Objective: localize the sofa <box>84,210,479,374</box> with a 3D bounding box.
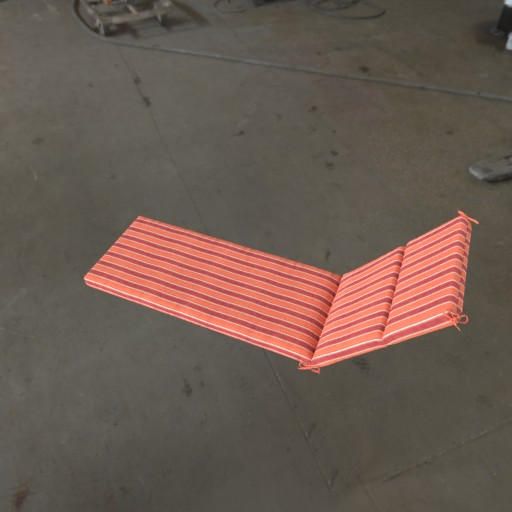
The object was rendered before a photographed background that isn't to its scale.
[{"bbox_3d":[0.000,0.000,1.975,1.663,0.622,0.582,17,49,15],"label":"sofa"}]
